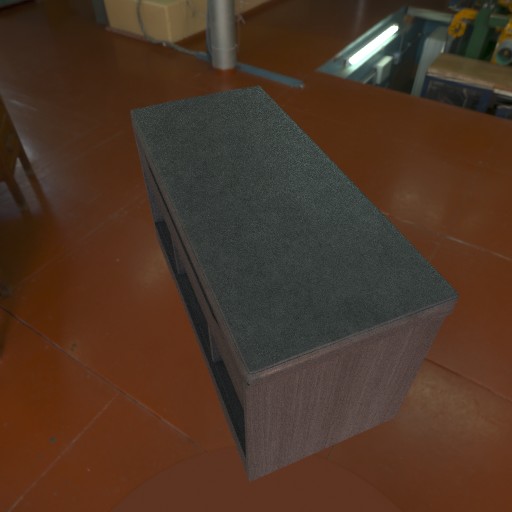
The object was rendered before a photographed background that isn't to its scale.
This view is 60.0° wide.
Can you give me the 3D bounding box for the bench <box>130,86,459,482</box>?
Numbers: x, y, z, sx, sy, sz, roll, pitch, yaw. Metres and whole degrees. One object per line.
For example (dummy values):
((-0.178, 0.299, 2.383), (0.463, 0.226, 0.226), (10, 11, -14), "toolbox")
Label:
((0.000, 0.000, 1.183), (0.401, 0.501, 0.905), (-16, 48, -16), "bench")
